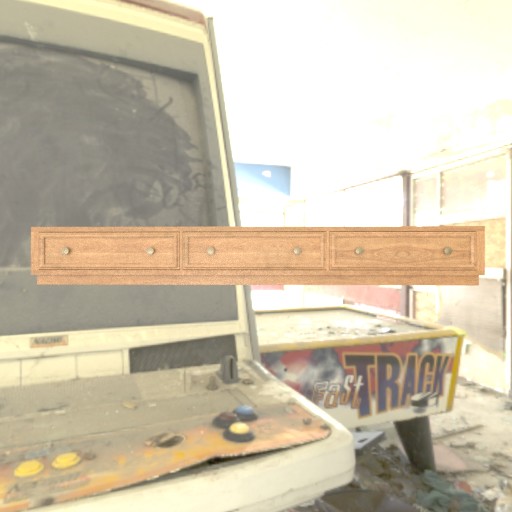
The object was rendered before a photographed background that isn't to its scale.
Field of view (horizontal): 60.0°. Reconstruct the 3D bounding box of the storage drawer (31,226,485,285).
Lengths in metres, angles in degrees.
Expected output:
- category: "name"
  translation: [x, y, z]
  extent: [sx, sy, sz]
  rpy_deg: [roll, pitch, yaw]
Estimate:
- category: "storage drawer"
  translation: [0.000, 0.000, 2.233]
  extent: [2.032, 0.264, 0.538]
  rpy_deg: [0, 0, 2]
